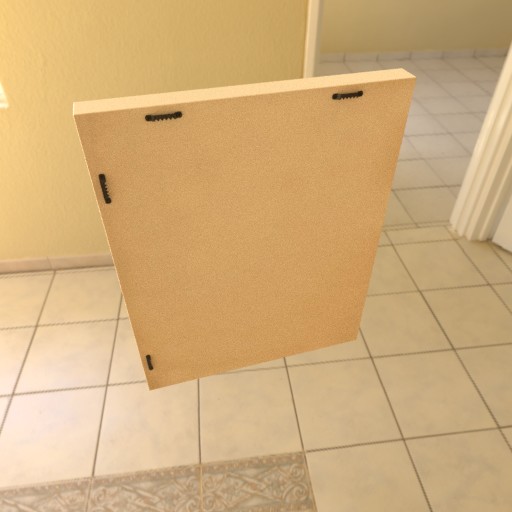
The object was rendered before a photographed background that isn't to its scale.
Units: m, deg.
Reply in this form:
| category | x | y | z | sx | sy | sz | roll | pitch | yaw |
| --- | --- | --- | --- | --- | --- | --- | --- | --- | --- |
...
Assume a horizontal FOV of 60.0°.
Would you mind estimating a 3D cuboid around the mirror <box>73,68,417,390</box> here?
| category | x | y | z | sx | sy | sz | roll | pitch | yaw |
| --- | --- | --- | --- | --- | --- | --- | --- | --- | --- |
| mirror | 0.000 | 0.000 | 0.679 | 0.405 | 0.508 | 0.041 | -11 | 42 | -12 |
